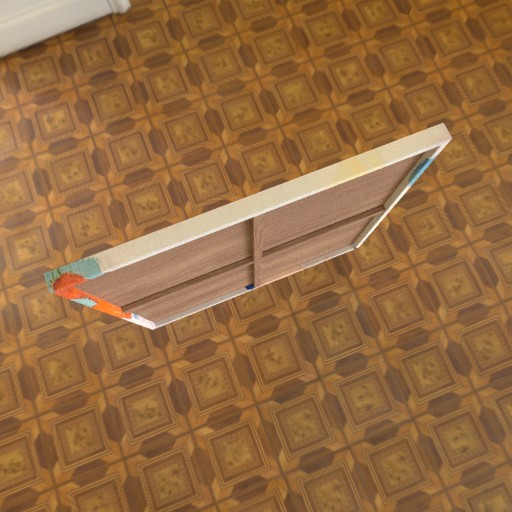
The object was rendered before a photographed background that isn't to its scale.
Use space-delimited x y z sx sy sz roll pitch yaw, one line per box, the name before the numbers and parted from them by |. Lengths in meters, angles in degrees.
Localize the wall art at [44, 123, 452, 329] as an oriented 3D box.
wall art | 0.000 0.000 1.227 0.814 0.814 0.037 -21 77 -5
